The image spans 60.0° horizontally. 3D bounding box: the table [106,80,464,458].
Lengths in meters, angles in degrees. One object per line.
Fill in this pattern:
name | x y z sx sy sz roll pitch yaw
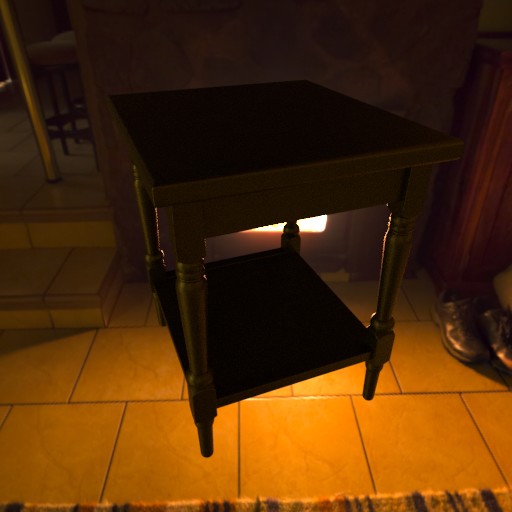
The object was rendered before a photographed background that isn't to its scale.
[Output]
table | 0.000 0.000 0.897 0.442 0.565 0.488 -12 34 -18
